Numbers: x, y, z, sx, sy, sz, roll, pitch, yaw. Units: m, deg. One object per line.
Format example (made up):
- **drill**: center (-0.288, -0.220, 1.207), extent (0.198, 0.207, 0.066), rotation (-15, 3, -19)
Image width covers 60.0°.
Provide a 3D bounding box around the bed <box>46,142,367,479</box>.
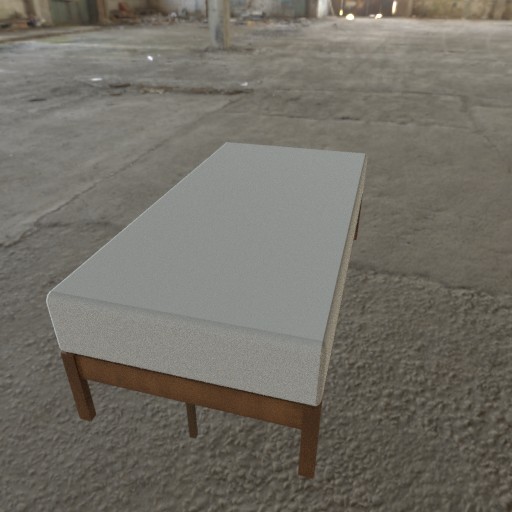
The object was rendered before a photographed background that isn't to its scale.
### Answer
- **bed**: center (0.000, 0.000, 2.322), extent (0.961, 0.616, 1.902), rotation (8, 32, 14)
